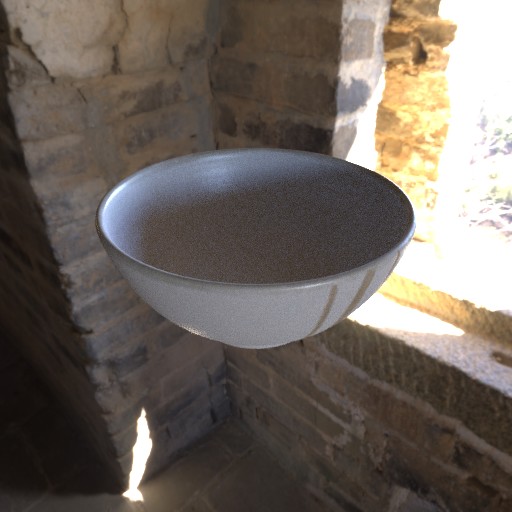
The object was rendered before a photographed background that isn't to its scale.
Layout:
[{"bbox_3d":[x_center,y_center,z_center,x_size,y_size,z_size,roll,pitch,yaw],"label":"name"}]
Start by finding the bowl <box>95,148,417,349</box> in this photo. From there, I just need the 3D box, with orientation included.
[{"bbox_3d":[0.000,0.000,0.417,0.268,0.121,0.268,0,32,0],"label":"bowl"}]
